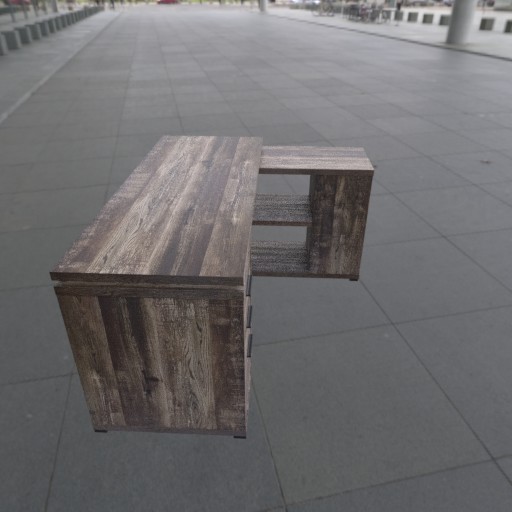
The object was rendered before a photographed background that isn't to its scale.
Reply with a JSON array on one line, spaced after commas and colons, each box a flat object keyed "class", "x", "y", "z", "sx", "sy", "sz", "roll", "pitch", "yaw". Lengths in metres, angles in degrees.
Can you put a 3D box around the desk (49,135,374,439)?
[{"class": "desk", "x": 0.000, "y": 0.000, "z": 2.187, "sx": 1.200, "sy": 0.753, "sz": 1.524, "roll": 1, "pitch": 31, "yaw": 2}]
